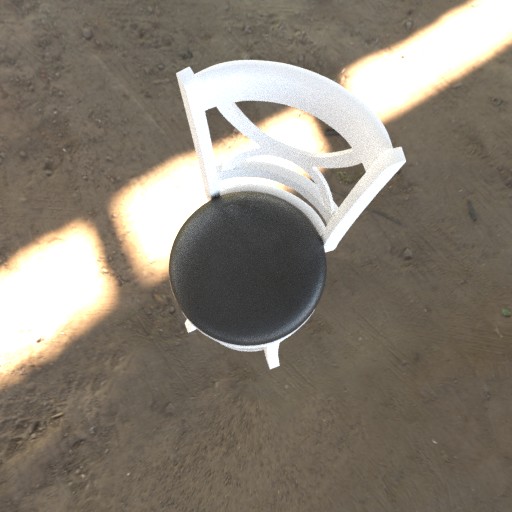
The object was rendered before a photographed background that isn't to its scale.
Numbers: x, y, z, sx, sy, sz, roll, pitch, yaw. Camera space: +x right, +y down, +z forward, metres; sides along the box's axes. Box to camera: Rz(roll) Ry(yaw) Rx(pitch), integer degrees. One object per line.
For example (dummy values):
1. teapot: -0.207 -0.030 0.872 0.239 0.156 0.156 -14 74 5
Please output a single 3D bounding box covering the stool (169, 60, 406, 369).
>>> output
1. stool: 0.000 0.000 1.216 0.444 0.953 0.508 23 76 6
